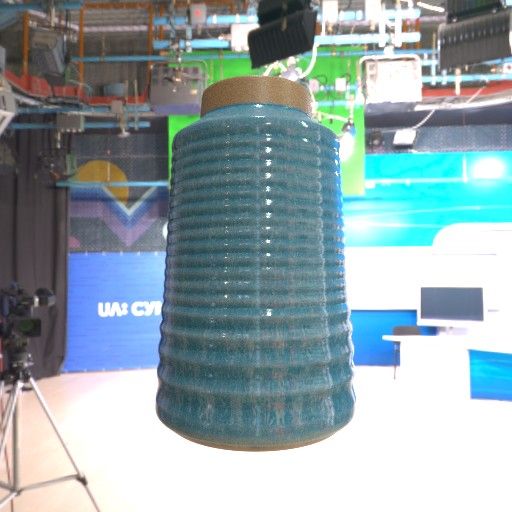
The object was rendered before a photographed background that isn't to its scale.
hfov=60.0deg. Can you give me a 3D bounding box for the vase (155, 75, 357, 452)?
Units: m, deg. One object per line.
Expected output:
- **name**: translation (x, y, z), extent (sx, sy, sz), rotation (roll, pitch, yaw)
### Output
- **vase**: translation (0.000, 0.000, 0.369), extent (0.163, 0.267, 0.163), rotation (0, -1, 0)
